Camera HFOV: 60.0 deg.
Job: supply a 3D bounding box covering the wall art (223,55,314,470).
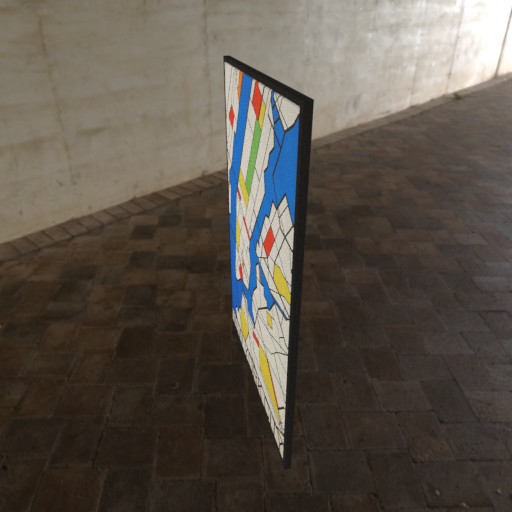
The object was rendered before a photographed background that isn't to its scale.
[{"bbox_3d":[0.000,0.000,0.847,0.013,0.657,0.457,-8,31,-13],"label":"wall art"}]
